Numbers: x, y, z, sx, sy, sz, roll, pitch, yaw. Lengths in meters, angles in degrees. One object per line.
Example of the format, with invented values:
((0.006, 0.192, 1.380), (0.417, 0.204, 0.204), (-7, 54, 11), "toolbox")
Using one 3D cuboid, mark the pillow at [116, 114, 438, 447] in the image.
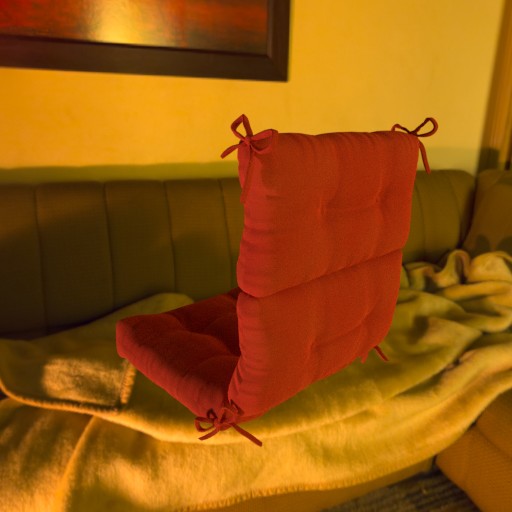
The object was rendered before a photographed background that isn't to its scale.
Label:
((0.000, 0.000, 1.007), (0.519, 0.605, 0.571), (-15, 22, -40), "pillow")
